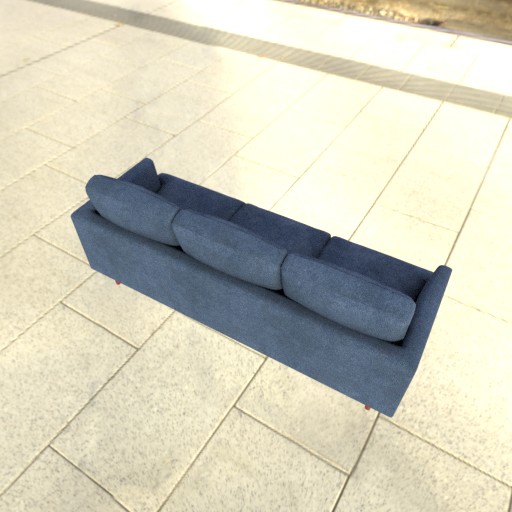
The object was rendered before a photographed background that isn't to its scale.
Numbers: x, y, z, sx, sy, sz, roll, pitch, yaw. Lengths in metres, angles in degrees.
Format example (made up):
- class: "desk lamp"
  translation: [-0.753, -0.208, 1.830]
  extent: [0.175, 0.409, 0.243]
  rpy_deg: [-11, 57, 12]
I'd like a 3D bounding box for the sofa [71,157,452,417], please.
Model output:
- class: "sofa"
  translation: [0.000, 0.000, 2.841]
  extent: [2.246, 0.930, 0.903]
  rpy_deg: [23, 50, 20]
